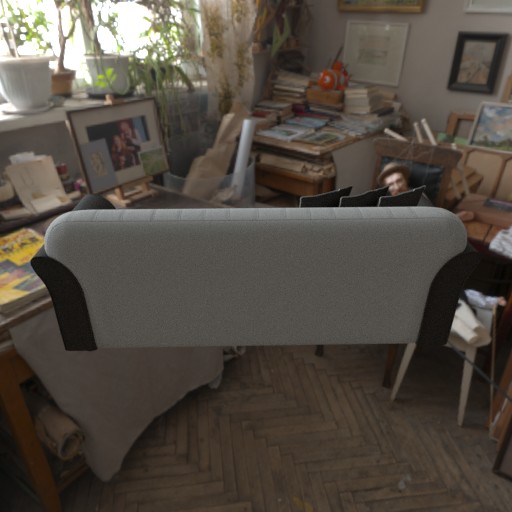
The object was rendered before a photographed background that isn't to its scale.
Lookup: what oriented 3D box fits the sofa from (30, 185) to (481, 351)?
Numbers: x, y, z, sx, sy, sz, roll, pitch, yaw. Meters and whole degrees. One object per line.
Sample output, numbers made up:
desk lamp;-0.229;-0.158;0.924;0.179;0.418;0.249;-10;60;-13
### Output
sofa;0.000;0.000;2.381;2.001;0.787;0.755;-1;29;-1
